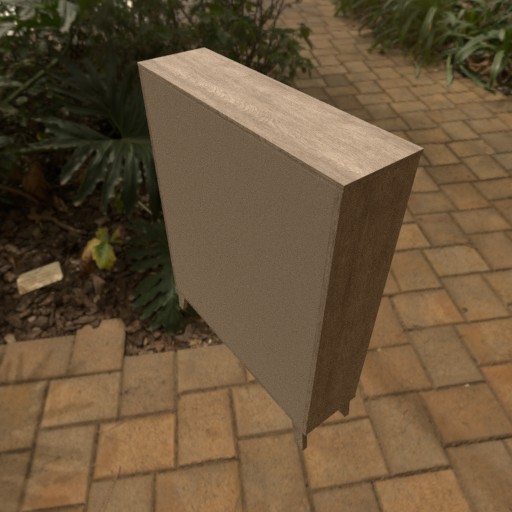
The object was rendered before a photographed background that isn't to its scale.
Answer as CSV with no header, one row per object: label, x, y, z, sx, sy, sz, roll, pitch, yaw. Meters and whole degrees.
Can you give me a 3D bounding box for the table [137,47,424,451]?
table,0.000,0.000,1.565,0.256,1.135,0.902,-27,48,-27
